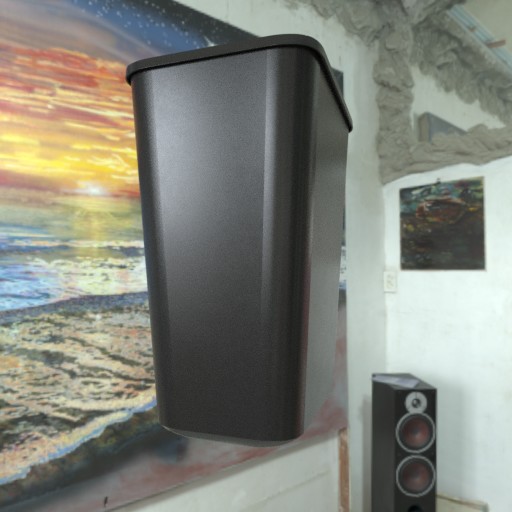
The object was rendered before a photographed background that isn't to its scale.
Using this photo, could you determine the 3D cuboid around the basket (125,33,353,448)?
[{"bbox_3d":[0.000,0.000,0.741,0.287,0.521,0.394,-1,-2,19],"label":"basket"}]
